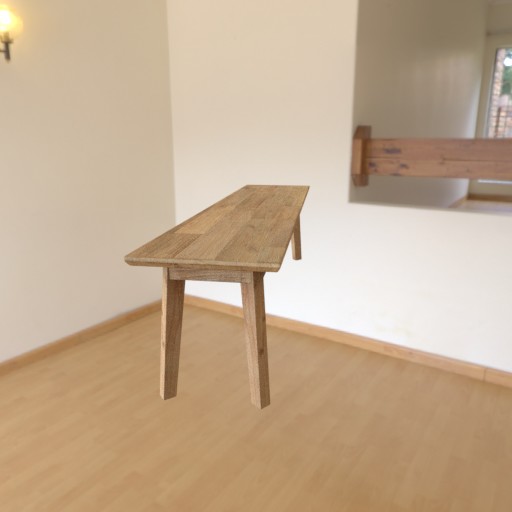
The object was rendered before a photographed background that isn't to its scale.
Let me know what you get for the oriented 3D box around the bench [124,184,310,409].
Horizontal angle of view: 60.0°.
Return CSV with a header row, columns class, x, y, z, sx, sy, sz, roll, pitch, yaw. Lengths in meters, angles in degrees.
class,x,y,z,sx,sy,sz,roll,pitch,yaw
bench,0.000,0.000,1.900,0.378,0.431,1.698,2,15,9
